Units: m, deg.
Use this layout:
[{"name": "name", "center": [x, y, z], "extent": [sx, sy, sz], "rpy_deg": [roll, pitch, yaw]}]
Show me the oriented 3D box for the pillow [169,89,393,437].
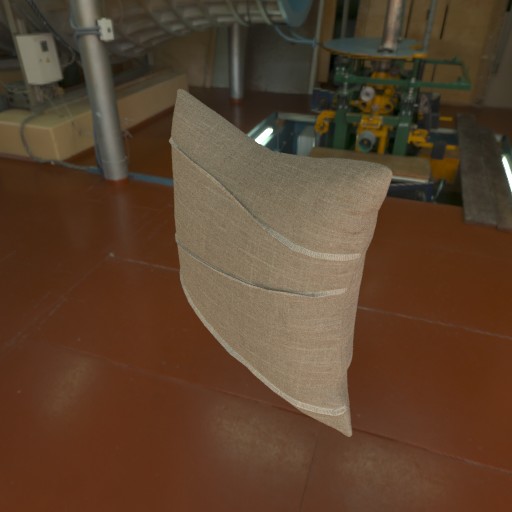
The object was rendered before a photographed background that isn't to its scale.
[{"name": "pillow", "center": [0.000, 0.000, 0.651], "extent": [0.169, 0.400, 0.424], "rpy_deg": [-22, 39, -30]}]
